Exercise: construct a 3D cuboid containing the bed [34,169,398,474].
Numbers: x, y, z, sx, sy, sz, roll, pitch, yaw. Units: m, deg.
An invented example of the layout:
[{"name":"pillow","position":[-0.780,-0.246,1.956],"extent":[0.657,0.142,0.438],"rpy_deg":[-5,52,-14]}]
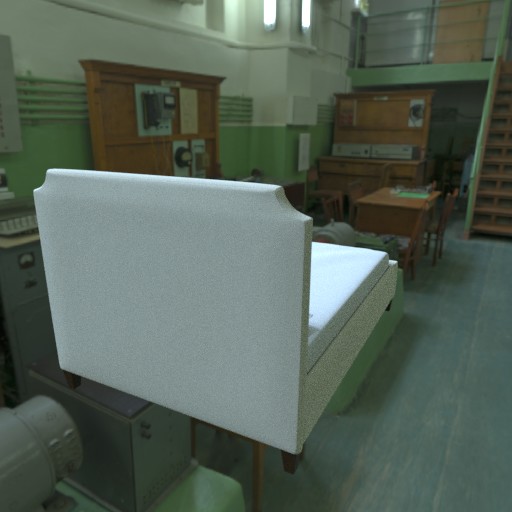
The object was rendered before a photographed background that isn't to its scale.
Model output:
[{"name":"bed","position":[0.000,0.000,3.326],"extent":[1.712,1.443,2.372],"rpy_deg":[9,19,27]}]
